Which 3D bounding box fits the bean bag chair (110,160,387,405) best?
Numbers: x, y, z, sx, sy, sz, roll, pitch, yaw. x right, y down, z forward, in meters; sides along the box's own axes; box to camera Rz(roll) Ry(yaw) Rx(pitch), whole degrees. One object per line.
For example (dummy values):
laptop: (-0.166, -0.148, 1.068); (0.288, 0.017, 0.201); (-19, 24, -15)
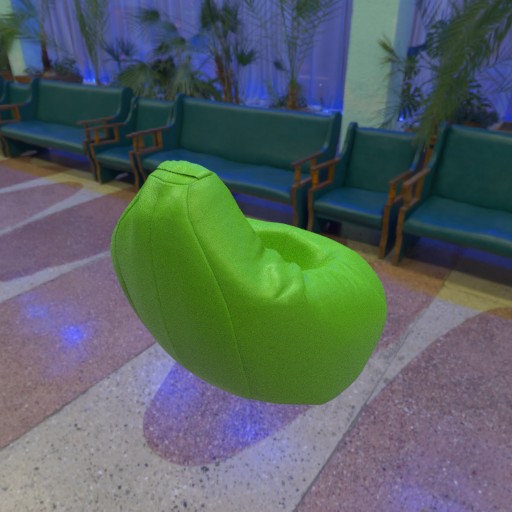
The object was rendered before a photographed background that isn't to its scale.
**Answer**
bean bag chair: (0.000, 0.000, 1.863); (1.070, 0.990, 1.070); (20, 35, 32)
